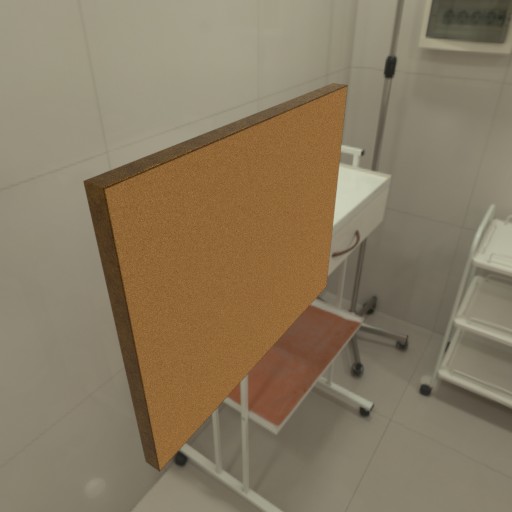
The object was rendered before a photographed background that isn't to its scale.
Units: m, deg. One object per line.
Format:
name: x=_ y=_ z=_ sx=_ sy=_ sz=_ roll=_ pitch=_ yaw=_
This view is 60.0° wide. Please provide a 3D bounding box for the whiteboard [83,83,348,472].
whiteboard: x=0.000 y=0.000 z=0.744 sx=0.029 sy=0.457 sz=0.561 roll=20 pitch=37 yaw=28
